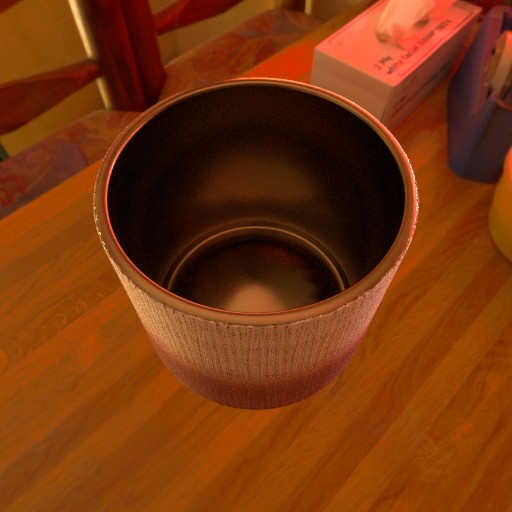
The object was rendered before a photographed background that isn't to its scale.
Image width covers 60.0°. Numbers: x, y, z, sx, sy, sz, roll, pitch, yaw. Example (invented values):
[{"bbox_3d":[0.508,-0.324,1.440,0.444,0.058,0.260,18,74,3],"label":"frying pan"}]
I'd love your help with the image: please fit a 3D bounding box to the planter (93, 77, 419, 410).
[{"bbox_3d":[0.000,0.000,0.383,0.221,0.201,0.221,0,58,0],"label":"planter"}]
